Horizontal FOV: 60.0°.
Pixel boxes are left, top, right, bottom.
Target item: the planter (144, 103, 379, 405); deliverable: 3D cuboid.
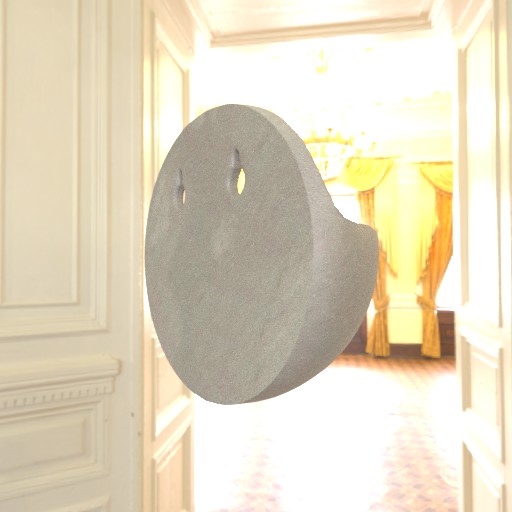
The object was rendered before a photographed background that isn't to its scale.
[{"bbox_3d":[0.000,0.000,0.271,0.073,0.164,0.190,1,-1,-36],"label":"planter"}]
